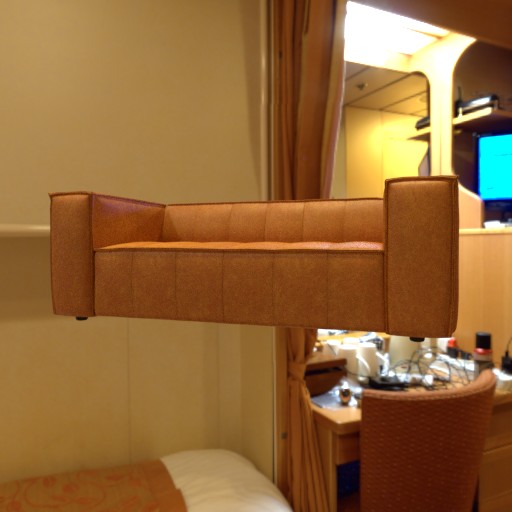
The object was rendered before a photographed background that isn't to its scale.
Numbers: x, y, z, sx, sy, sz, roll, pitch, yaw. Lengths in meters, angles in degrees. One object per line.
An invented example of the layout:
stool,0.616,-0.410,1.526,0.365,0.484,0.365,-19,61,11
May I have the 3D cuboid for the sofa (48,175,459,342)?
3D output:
sofa,0.000,0.000,2.582,2.088,0.703,1.102,0,1,18
